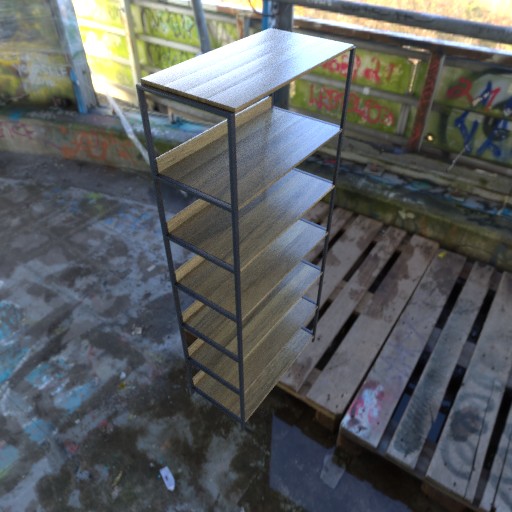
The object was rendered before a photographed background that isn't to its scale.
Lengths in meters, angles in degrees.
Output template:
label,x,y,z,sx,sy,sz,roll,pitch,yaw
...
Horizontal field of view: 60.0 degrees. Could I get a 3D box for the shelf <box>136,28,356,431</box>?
label,x,y,z,sx,sy,sz,roll,pitch,yaw
shelf,0.000,0.000,2.376,0.431,2.015,0.847,26,48,26
